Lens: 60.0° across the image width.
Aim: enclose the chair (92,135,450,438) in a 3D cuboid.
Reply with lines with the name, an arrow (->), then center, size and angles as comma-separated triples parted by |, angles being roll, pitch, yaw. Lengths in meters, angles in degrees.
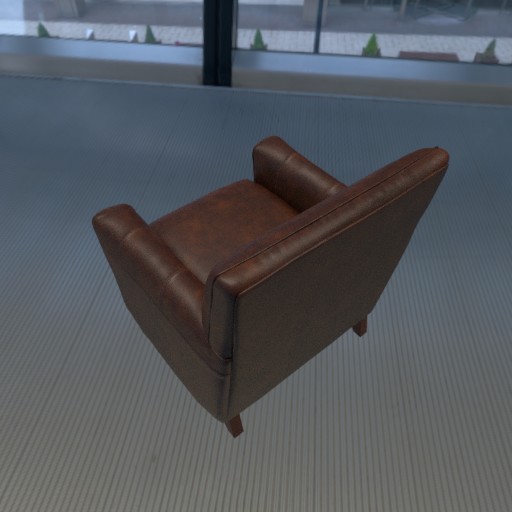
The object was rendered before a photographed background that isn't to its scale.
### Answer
chair -> 0.000, 0.000, 1.632 | 0.870, 0.943, 0.823 | -30, 53, -27
